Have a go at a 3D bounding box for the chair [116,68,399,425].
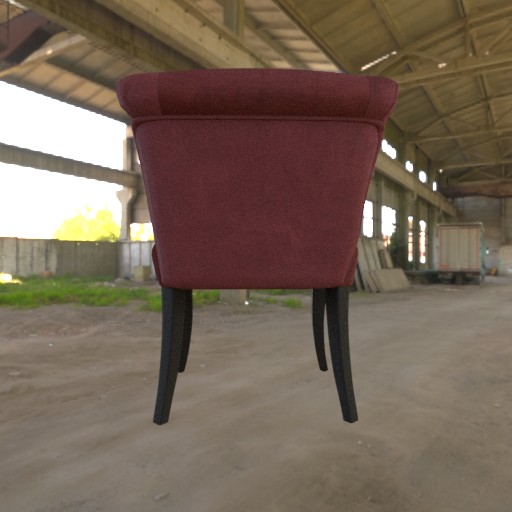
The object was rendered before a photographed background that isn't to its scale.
[{"bbox_3d":[0.000,0.000,1.148,0.582,0.750,0.605,0,0,-2],"label":"chair"}]
